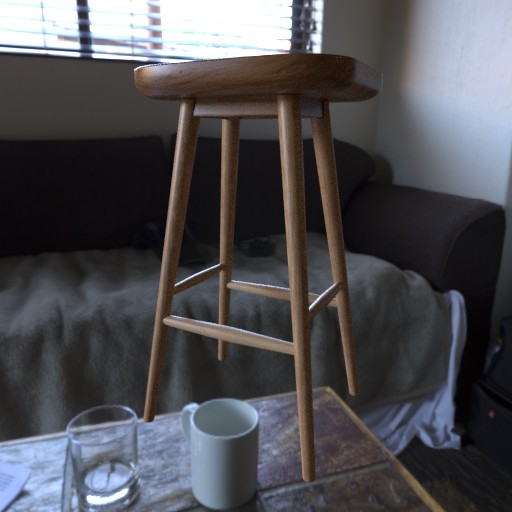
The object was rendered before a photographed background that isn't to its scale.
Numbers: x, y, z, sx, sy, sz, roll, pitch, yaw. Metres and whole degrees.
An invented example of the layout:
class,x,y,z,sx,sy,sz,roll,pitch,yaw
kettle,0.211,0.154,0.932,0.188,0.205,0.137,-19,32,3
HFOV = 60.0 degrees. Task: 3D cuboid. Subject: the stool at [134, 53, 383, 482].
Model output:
class,x,y,z,sx,sy,sz,roll,pitch,yaw
stool,0.000,0.000,0.903,0.407,0.698,0.322,8,17,26
